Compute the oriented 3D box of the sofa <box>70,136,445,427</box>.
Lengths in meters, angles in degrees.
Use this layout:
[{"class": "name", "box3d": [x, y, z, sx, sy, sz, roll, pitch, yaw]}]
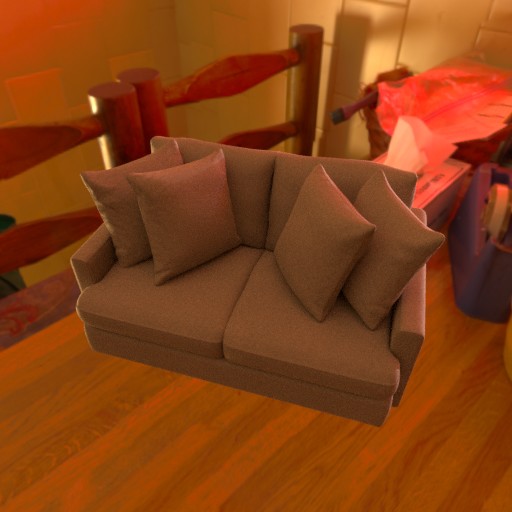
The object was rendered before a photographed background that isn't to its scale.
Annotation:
[{"class": "sofa", "box3d": [0.000, 0.000, 2.594, 1.869, 1.080, 1.228, 11, 42, 13]}]
